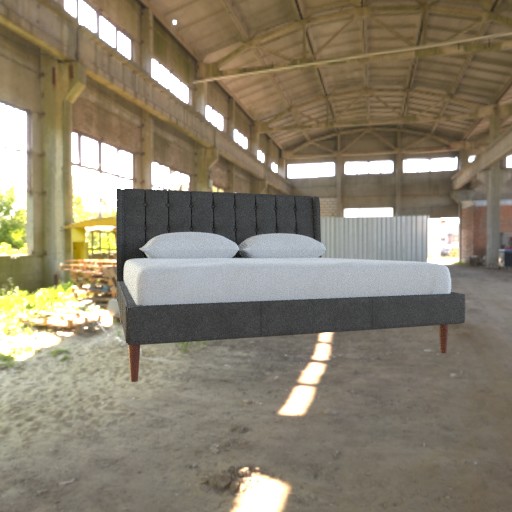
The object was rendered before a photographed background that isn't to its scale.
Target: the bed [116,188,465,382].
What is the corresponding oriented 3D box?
[{"bbox_3d":[0.000,0.000,2.597,1.531,0.933,1.638,0,1,-19],"label":"bed"}]
